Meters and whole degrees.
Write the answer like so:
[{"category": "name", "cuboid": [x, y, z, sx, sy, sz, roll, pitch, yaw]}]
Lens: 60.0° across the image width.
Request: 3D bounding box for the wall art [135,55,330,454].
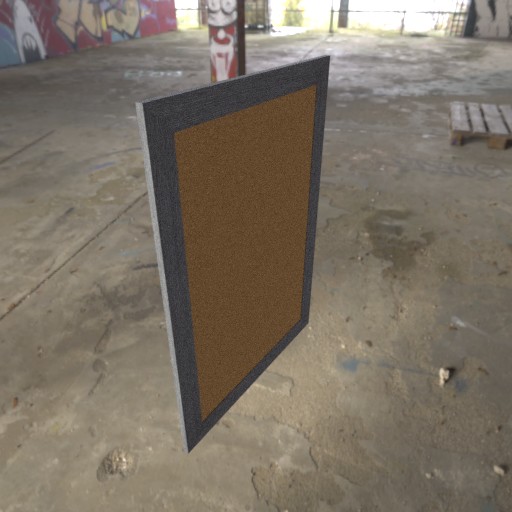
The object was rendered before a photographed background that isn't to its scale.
[{"category": "wall art", "cuboid": [0.000, 0.000, 1.385, 0.020, 1.070, 0.768, 20, 37, 29]}]
